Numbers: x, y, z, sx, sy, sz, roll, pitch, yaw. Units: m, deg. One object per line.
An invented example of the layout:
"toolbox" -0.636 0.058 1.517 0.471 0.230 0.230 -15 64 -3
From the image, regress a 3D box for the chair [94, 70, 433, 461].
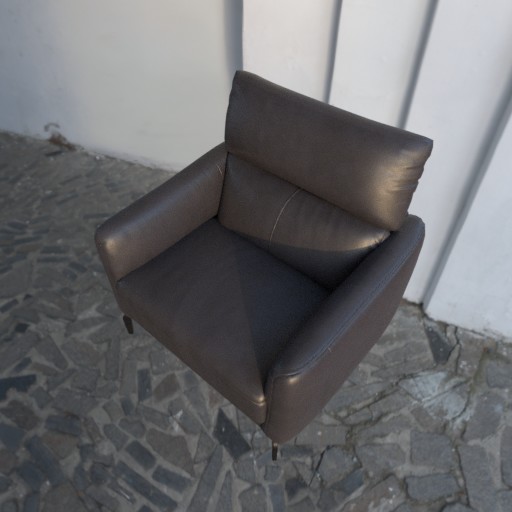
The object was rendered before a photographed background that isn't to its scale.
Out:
"chair" 0.000 0.000 1.634 0.976 0.949 0.809 32 53 27
